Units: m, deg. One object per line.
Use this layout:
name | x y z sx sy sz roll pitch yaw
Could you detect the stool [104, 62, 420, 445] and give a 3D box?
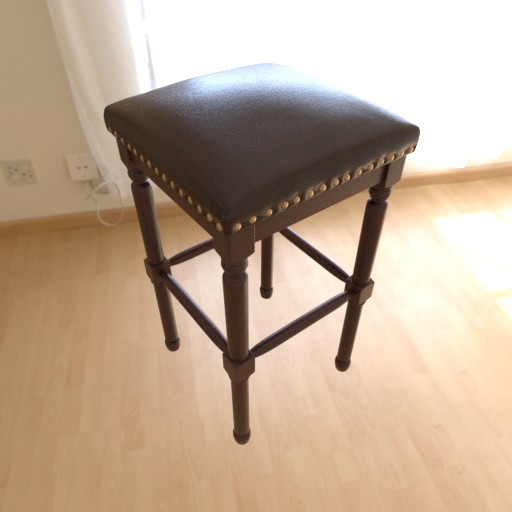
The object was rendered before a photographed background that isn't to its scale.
stool | 0.000 0.000 0.929 0.382 0.702 0.383 -26 48 -27
